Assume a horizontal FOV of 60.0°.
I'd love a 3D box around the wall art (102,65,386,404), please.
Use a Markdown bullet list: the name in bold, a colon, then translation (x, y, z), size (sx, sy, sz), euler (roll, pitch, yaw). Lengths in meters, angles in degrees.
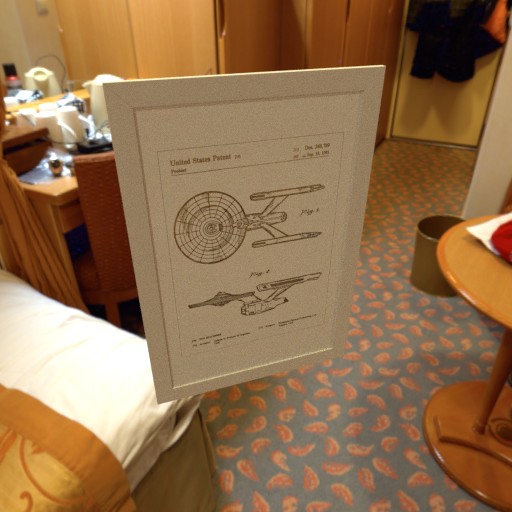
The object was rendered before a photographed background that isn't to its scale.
- **wall art**: translation (0.000, 0.000, 0.853), size (0.454, 0.659, 0.011), euler (-10, 33, -16)
